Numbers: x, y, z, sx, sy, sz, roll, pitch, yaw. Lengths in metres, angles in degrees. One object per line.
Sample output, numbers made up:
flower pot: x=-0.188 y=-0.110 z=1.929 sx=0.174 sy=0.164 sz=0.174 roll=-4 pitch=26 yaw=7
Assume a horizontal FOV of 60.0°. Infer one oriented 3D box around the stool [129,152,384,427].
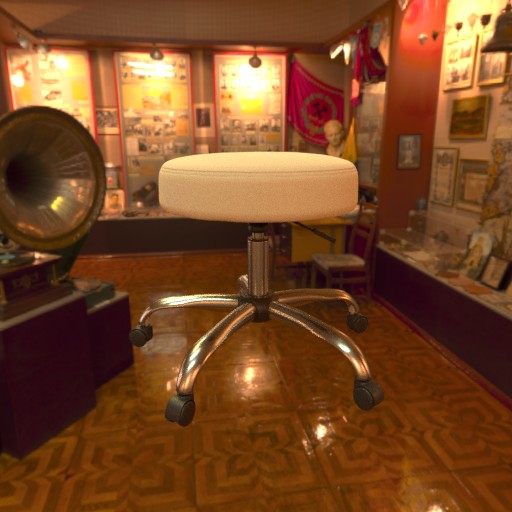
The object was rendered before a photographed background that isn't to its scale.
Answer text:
stool: x=0.000 y=0.000 z=1.050 sx=0.634 sy=0.482 sz=0.614 roll=-2 pitch=15 yaw=-7
